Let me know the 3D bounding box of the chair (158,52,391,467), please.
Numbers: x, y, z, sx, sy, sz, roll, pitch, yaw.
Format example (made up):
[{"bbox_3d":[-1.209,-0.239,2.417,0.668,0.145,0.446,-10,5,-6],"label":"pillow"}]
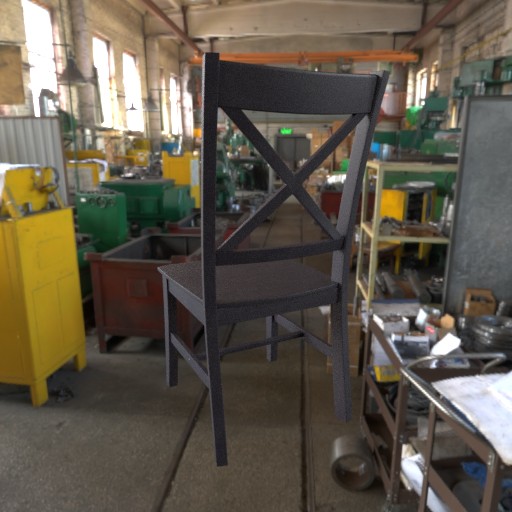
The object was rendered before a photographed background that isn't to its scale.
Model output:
[{"bbox_3d":[0.000,0.000,1.304,0.485,0.983,0.542,-7,16,-27],"label":"chair"}]
